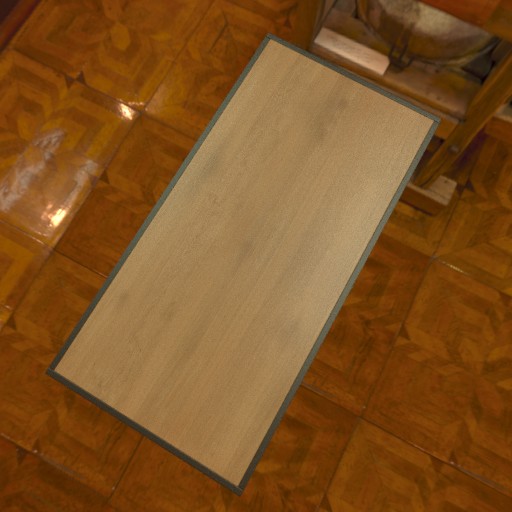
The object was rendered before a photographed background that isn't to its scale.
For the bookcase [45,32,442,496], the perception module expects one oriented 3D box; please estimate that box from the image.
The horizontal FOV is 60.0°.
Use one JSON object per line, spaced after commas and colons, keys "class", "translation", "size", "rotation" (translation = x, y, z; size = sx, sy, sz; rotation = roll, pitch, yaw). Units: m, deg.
{"class": "bookcase", "translation": [0.000, 0.000, 1.236], "size": [0.500, 0.400, 1.000], "rotation": [29, 79, 6]}
